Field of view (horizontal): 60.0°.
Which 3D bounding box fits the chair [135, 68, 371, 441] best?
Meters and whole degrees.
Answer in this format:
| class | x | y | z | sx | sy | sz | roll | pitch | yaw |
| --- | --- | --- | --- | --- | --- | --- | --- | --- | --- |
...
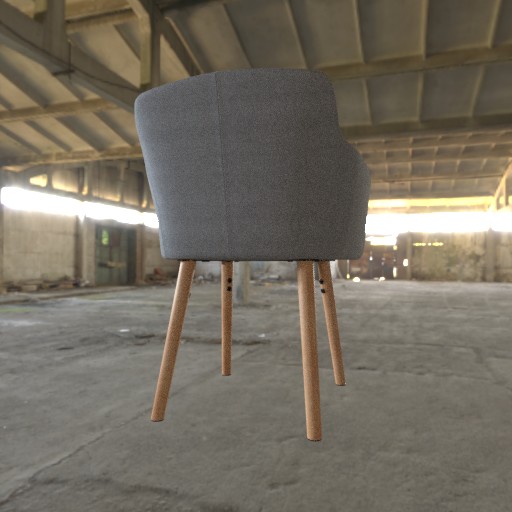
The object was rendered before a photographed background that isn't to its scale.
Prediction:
| class | x | y | z | sx | sy | sz | roll | pitch | yaw |
| --- | --- | --- | --- | --- | --- | --- | --- | --- | --- |
| chair | 0.000 | 0.000 | 1.177 | 0.570 | 0.780 | 0.540 | 0 | -1 | 18 |
